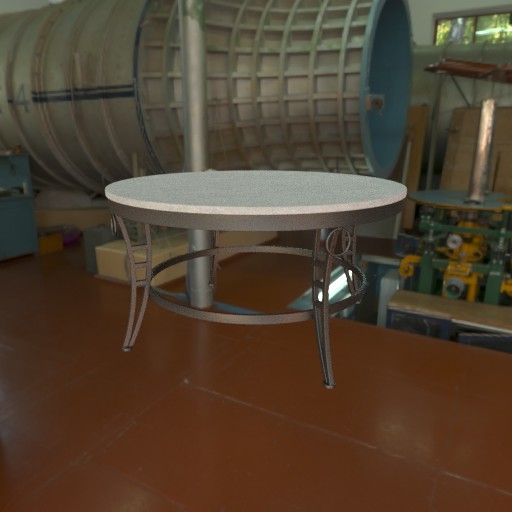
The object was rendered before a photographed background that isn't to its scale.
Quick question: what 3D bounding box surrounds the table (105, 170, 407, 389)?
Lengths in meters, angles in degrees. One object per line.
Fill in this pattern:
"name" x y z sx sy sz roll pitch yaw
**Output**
"table" 0.000 0.000 1.438 0.889 0.470 0.889 0 16 0
